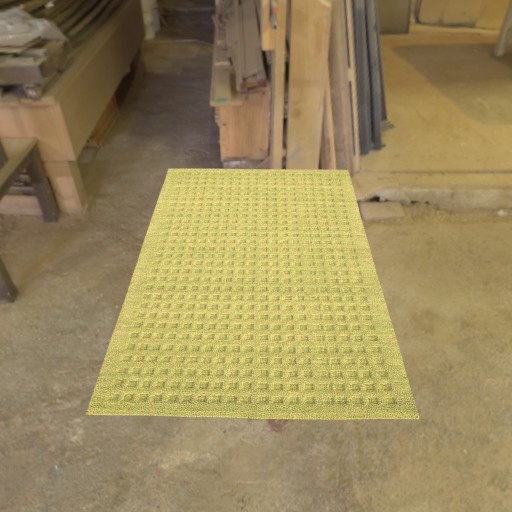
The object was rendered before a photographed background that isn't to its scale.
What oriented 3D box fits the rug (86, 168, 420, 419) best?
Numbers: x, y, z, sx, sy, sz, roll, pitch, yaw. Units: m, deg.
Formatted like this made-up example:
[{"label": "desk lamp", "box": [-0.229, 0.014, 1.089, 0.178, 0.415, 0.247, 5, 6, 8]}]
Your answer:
[{"label": "rug", "box": [0.000, 0.000, 2.896, 1.529, 0.007, 2.297, 1, 40, 1]}]
